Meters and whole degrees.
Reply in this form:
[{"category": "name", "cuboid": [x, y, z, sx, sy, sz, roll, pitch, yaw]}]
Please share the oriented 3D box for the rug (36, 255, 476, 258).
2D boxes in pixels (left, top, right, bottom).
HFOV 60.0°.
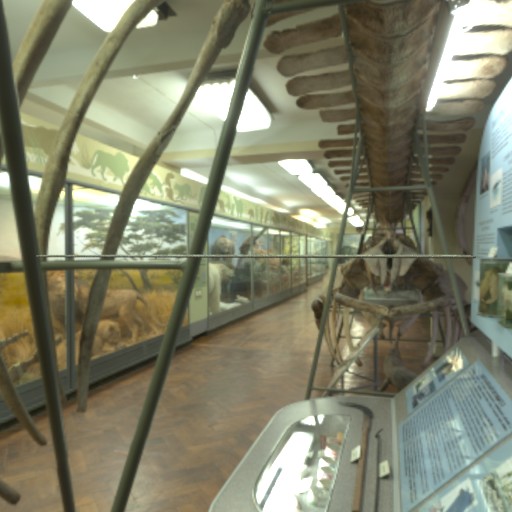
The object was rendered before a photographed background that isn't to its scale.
[{"category": "rug", "cuboid": [0.000, 0.000, 1.463, 1.219, 0.007, 0.604, 0, 0, 17]}]
